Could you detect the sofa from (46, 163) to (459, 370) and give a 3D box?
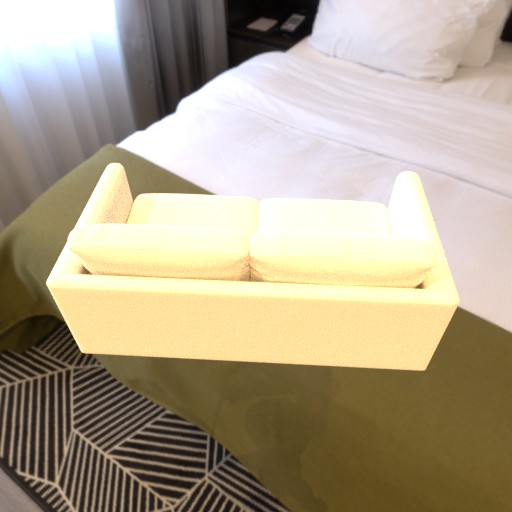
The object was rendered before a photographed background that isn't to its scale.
[{"bbox_3d":[0.000,0.000,2.305,1.713,0.893,0.940,3,46,3],"label":"sofa"}]
